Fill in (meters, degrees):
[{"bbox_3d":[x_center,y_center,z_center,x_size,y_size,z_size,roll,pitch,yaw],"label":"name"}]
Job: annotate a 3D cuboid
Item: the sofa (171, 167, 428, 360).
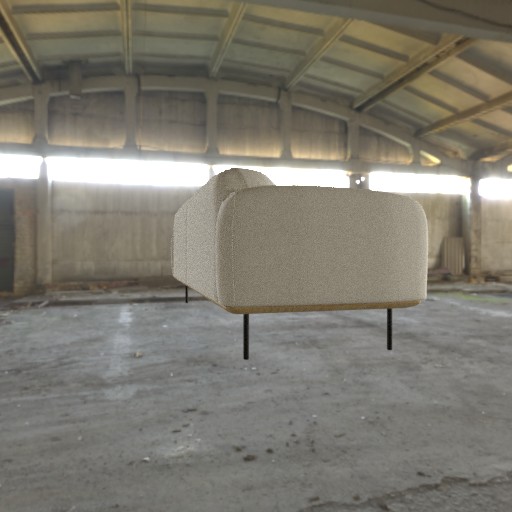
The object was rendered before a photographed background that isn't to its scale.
[{"bbox_3d":[0.000,0.000,2.737,0.870,0.780,2.280,0,0,-15],"label":"sofa"}]
